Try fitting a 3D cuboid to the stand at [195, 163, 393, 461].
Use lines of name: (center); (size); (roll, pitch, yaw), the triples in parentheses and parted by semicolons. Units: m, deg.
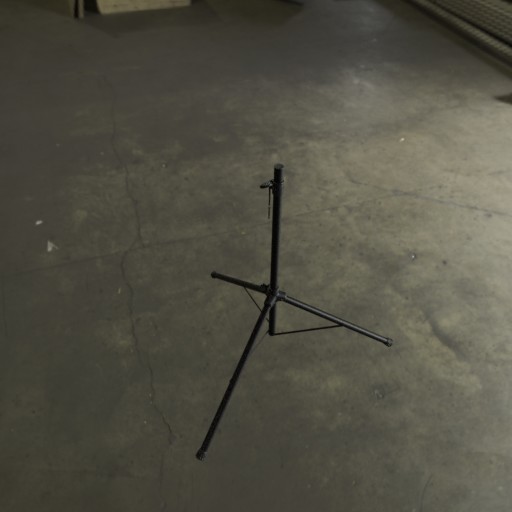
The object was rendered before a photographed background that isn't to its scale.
stand: (0.000, 0.000, 2.799); (1.596, 1.595, 1.339); (-23, 49, -21)
